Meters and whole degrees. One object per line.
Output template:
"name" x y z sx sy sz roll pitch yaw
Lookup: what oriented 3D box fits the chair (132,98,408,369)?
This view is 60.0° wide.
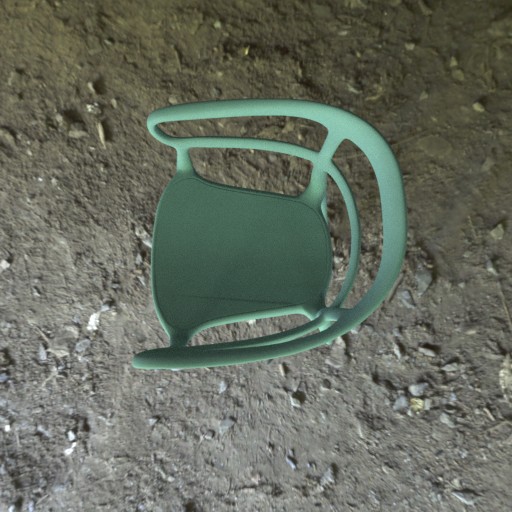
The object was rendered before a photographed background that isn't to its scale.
"chair" 0.000 0.000 1.141 0.527 0.761 0.559 0 76 0
